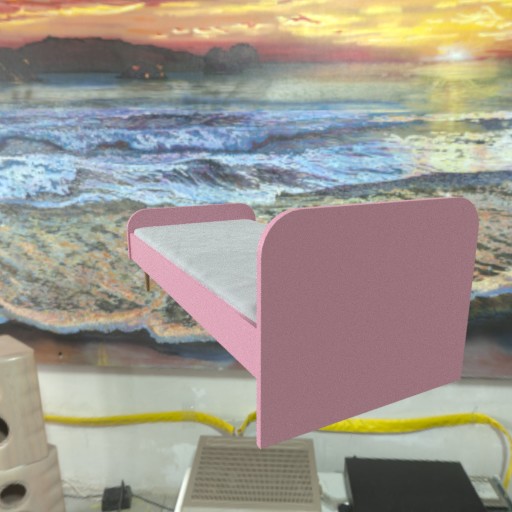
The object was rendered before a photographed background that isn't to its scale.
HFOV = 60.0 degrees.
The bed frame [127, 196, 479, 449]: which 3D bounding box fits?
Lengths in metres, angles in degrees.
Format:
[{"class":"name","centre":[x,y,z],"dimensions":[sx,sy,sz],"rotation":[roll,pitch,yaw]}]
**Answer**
[{"class":"bed frame","centre":[0.000,0.000,2.468],"dimensions":[0.998,0.805,1.963],"rotation":[-7,15,-27]}]
